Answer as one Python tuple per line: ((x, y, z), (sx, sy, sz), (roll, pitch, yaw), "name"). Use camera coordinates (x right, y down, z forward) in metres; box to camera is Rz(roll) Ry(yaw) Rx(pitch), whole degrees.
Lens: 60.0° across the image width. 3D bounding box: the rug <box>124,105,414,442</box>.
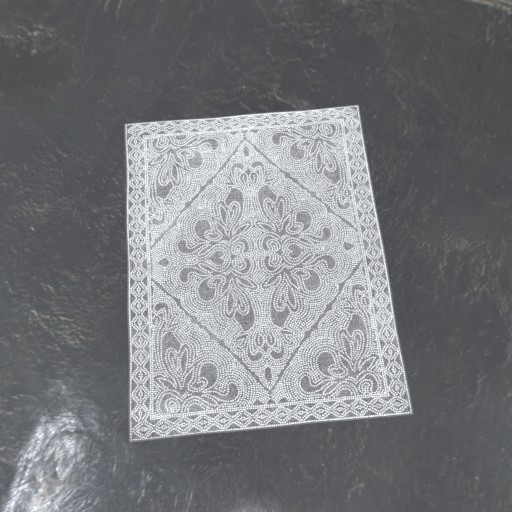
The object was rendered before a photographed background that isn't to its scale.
((0.000, 0.000, 4.141), (2.438, 0.012, 3.048), (-5, 75, -1), "rug")
